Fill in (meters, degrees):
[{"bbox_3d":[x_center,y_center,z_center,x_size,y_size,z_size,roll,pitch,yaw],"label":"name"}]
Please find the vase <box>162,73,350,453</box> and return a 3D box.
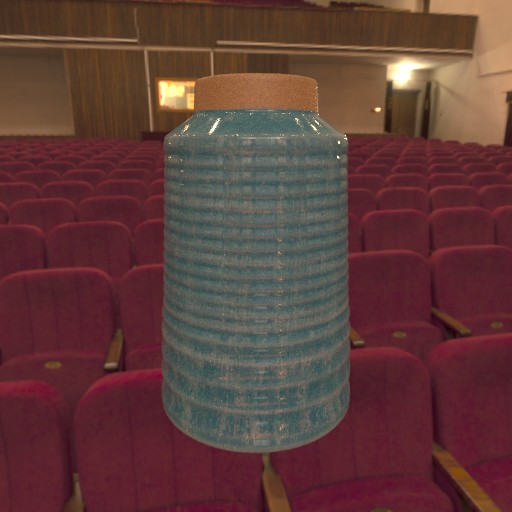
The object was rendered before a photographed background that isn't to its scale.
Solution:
[{"bbox_3d":[0.000,0.000,0.362,0.163,0.267,0.163,0,15,0],"label":"vase"}]
